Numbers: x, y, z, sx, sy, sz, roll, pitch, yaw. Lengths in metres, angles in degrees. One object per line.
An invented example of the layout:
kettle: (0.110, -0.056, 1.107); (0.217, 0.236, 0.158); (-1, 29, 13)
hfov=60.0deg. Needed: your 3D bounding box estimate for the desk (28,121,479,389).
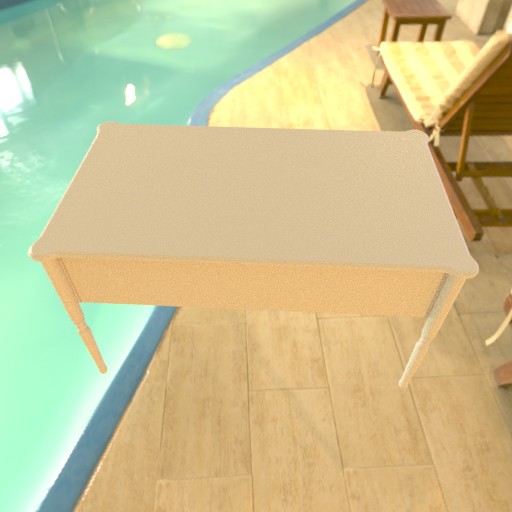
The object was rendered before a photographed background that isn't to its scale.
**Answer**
desk: (0.000, 0.000, 1.864); (1.380, 0.762, 0.807); (2, 47, 2)
